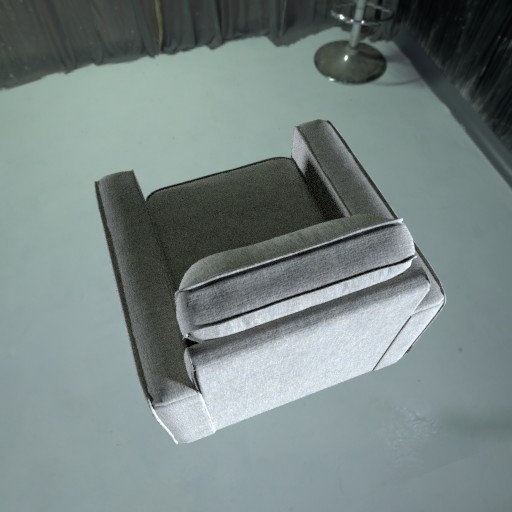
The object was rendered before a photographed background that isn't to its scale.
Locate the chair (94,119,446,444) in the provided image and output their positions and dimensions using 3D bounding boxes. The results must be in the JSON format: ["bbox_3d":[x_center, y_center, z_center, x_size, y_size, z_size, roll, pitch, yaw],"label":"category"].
[{"bbox_3d":[0.000,0.000,1.670,1.016,0.914,0.940,-18,59,-11],"label":"chair"}]
